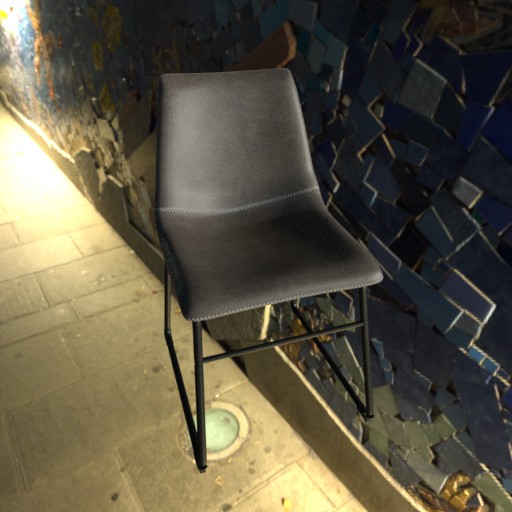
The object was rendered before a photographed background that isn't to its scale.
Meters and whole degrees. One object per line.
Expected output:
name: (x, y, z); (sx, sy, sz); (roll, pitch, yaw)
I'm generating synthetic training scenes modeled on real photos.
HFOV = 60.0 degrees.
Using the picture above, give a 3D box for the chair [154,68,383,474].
chair: (0.000, 0.000, 1.092); (0.460, 0.780, 0.550); (-10, 32, -16)
